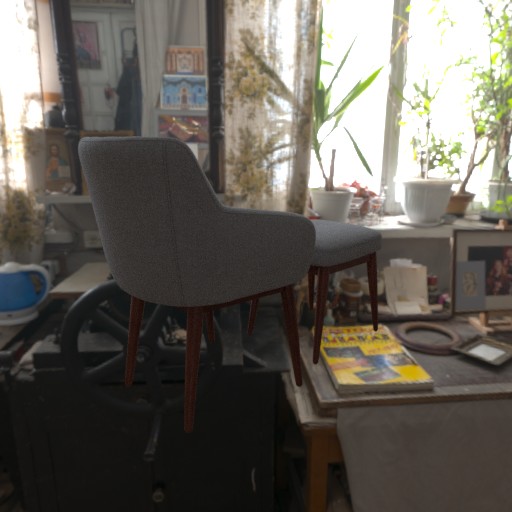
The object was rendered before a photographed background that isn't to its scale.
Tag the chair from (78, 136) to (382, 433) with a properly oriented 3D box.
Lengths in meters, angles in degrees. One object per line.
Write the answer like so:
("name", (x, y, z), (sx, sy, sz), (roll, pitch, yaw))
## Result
("chair", (0.000, 0.000, 1.544), (1.107, 0.799, 0.584), (-14, 20, -43))
